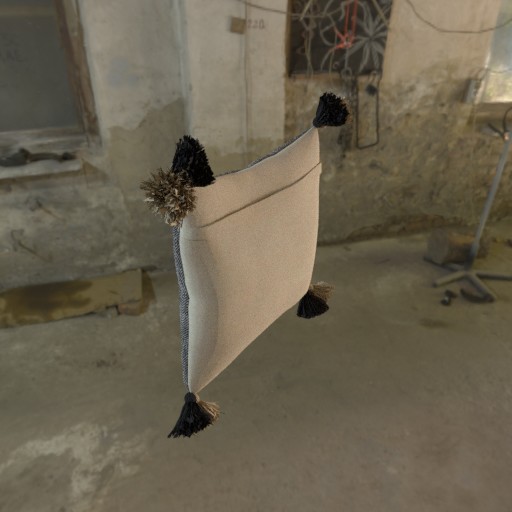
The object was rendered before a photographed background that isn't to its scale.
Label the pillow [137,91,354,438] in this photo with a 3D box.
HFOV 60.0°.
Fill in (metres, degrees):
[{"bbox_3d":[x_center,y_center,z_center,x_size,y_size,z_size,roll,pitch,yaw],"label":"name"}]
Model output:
[{"bbox_3d":[0.000,0.000,1.001,0.170,0.659,0.654,22,38,31],"label":"pillow"}]
